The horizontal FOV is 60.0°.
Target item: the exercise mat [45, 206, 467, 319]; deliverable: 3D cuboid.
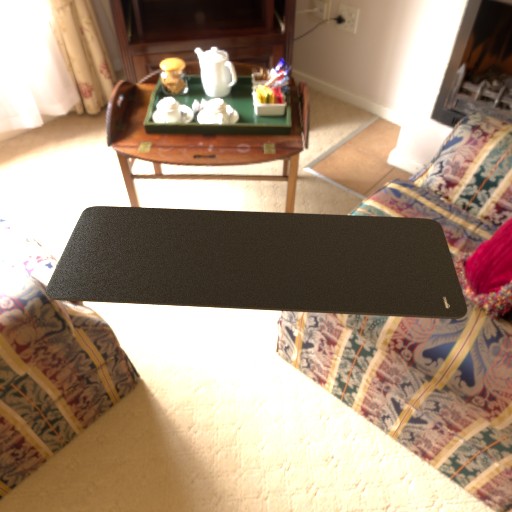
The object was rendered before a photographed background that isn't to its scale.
[{"bbox_3d":[0.000,0.000,2.124,1.869,0.021,0.616,2,47,2],"label":"exercise mat"}]
